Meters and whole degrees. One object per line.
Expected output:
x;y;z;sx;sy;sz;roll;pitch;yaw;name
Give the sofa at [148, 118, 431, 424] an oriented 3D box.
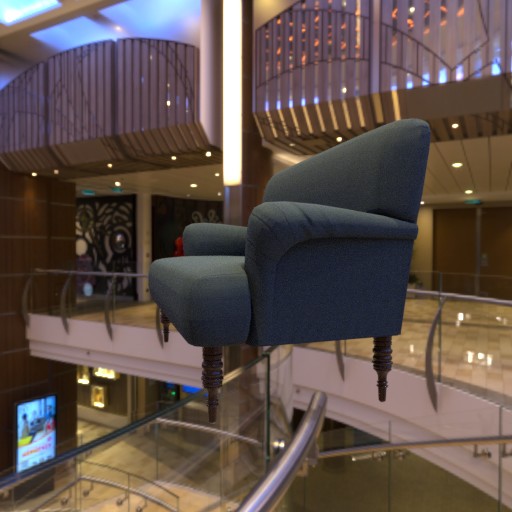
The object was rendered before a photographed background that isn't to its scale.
0.000;0.000;1.810;0.779;0.889;1.297;0;1;-18;sofa
